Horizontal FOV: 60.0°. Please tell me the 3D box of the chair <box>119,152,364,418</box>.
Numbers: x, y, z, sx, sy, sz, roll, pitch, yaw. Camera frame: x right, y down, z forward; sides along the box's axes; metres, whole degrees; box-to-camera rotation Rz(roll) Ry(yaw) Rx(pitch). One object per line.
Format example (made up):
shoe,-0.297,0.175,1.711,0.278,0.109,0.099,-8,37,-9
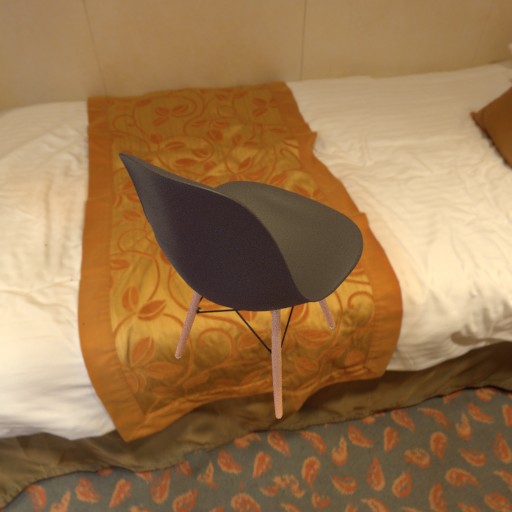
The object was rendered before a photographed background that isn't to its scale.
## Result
chair,0.000,0.000,1.127,0.470,0.825,0.533,25,51,22
